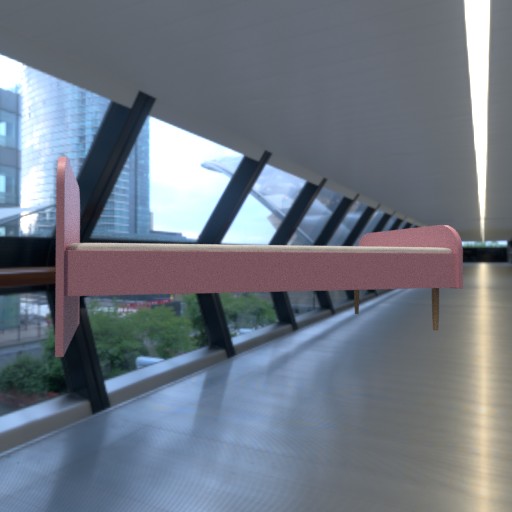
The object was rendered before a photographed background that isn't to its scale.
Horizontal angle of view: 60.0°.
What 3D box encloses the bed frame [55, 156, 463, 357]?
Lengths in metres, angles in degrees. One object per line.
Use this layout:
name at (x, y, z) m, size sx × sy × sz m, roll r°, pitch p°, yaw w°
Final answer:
bed frame at (0.000, 0.000, 2.497) m, size 1.963 × 0.805 × 0.998 m, roll 0°, pitch -1°, yaw -18°
